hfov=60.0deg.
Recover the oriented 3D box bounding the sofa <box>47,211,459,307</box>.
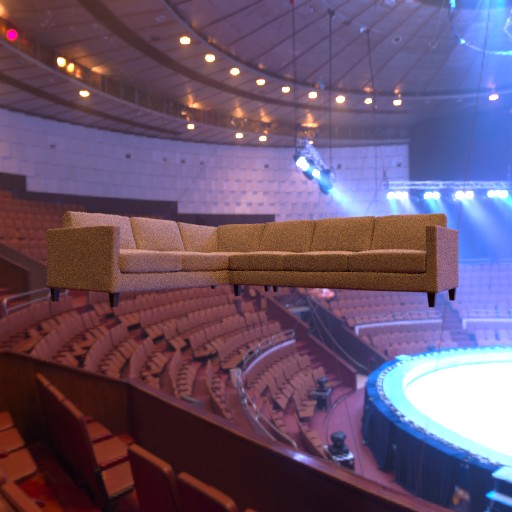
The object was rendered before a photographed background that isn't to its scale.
[{"bbox_3d":[0.000,0.000,4.267,3.182,0.863,2.432,0,-1,35],"label":"sofa"}]
